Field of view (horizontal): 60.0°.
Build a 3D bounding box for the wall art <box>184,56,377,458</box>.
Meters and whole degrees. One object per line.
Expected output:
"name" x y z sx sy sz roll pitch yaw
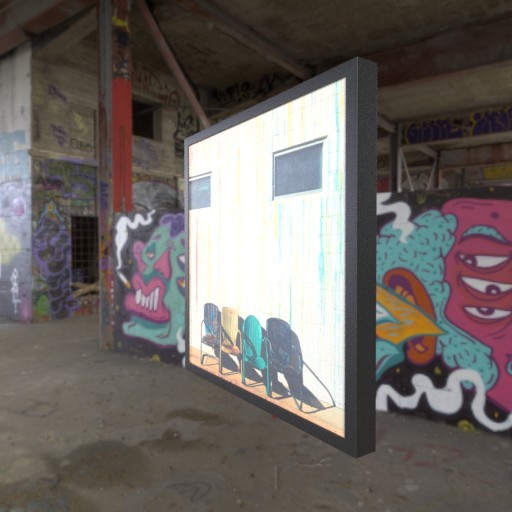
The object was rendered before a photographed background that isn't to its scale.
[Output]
"wall art" 0.000 0.000 0.777 0.037 0.506 0.506 -1 1 -34
